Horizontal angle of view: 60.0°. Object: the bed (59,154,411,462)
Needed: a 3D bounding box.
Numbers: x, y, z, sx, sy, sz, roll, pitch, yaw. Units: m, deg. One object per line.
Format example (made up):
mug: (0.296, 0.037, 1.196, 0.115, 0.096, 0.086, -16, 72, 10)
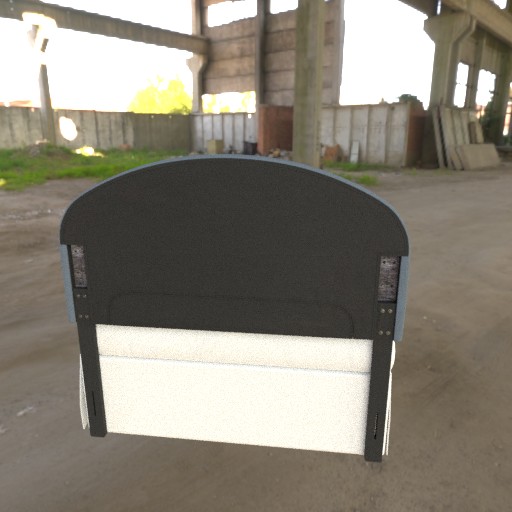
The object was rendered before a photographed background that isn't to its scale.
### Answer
bed: (0.000, 0.000, 2.924, 1.607, 1.410, 2.005, 2, 16, 7)
